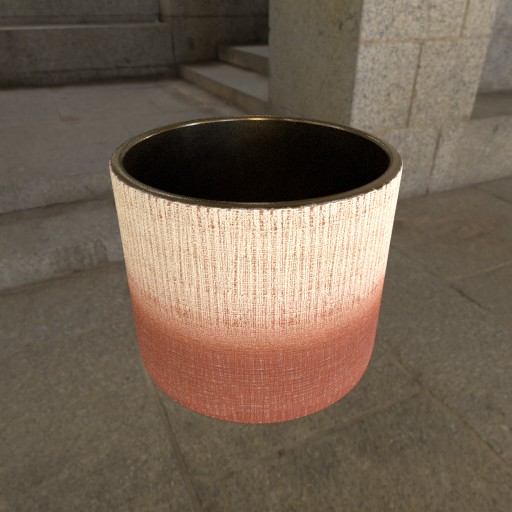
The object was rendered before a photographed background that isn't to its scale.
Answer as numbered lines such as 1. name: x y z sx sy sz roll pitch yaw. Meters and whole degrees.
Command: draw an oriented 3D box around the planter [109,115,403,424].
1. planter: 0.000 0.000 0.446 0.254 0.221 0.254 0 31 0
